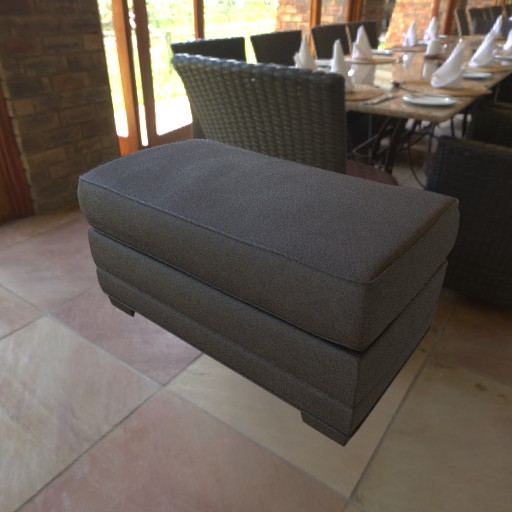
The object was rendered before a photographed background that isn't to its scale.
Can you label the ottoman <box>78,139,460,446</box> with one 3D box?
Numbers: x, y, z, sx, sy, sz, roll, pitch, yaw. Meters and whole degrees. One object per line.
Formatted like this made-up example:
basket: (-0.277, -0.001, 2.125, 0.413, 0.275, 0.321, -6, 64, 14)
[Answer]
ottoman: (0.000, 0.000, 1.168, 0.864, 0.448, 0.490, 22, 37, 33)
